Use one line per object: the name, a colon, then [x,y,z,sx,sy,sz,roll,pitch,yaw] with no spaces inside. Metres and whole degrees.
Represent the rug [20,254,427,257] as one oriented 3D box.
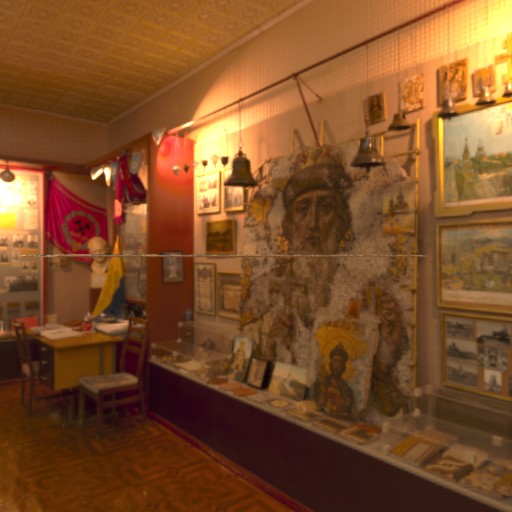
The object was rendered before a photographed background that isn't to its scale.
rug: [0.000,0.000,2.691,2.446,0.011,0.768,0,0,-37]
